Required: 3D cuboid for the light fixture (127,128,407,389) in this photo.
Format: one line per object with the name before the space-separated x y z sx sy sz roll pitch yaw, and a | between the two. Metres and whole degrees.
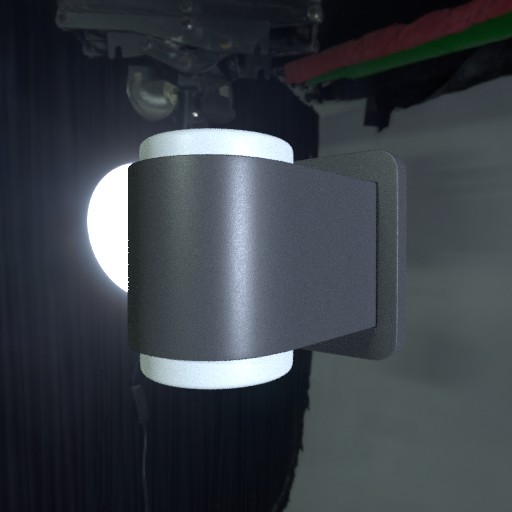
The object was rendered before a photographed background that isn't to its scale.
light fixture | 0.000 0.000 0.218 0.109 0.109 0.132 1 1 37
